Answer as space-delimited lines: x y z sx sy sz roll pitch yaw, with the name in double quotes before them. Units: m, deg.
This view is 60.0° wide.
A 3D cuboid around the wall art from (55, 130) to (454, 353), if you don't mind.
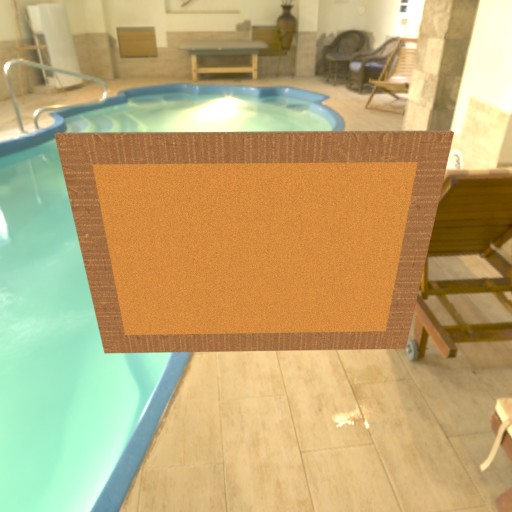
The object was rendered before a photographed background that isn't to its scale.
"wall art" 0.000 0.000 1.369 1.056 0.761 0.020 -1 30 -1
